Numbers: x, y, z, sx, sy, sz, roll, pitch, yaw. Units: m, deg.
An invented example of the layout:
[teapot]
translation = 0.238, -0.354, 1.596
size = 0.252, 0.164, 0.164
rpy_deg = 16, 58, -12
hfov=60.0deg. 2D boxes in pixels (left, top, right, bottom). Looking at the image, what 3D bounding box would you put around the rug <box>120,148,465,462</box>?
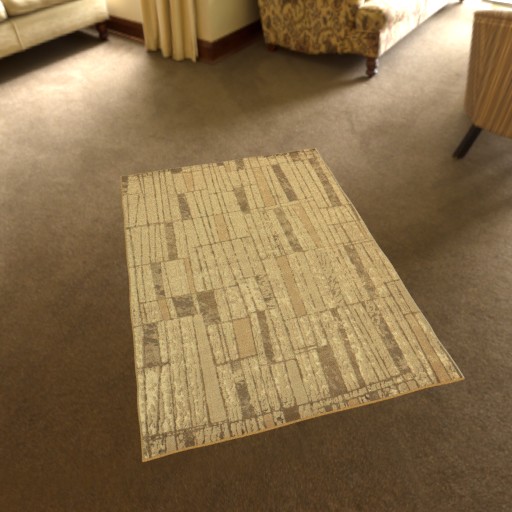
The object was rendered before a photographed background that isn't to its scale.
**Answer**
[rug]
translation = 0.000, 0.000, 4.312
size = 2.449, 0.019, 3.357
rpy_deg = -10, 47, -10
